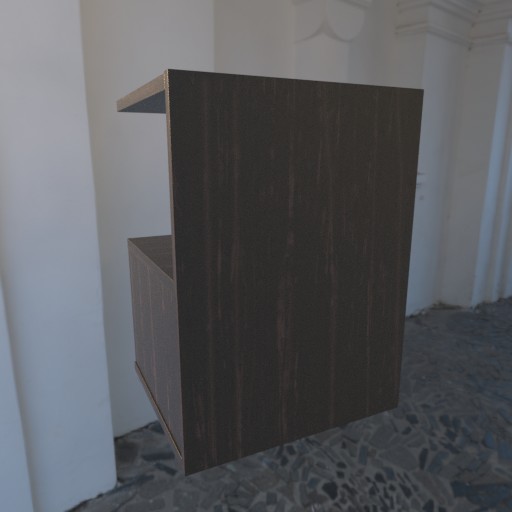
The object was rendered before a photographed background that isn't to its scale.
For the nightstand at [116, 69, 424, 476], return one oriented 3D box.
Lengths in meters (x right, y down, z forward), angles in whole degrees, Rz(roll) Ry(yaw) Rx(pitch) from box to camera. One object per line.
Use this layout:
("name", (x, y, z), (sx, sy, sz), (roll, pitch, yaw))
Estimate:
("nightstand", (0.000, 0.000, 0.813), (0.400, 0.559, 0.356), (-6, 15, -25))
